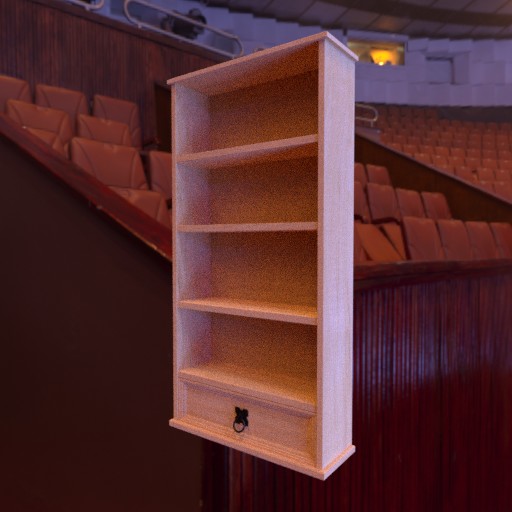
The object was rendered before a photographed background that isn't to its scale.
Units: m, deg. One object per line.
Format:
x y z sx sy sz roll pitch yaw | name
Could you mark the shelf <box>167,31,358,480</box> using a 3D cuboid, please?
0.000 0.000 1.233 0.520 1.030 0.175 2 3 36 | shelf
